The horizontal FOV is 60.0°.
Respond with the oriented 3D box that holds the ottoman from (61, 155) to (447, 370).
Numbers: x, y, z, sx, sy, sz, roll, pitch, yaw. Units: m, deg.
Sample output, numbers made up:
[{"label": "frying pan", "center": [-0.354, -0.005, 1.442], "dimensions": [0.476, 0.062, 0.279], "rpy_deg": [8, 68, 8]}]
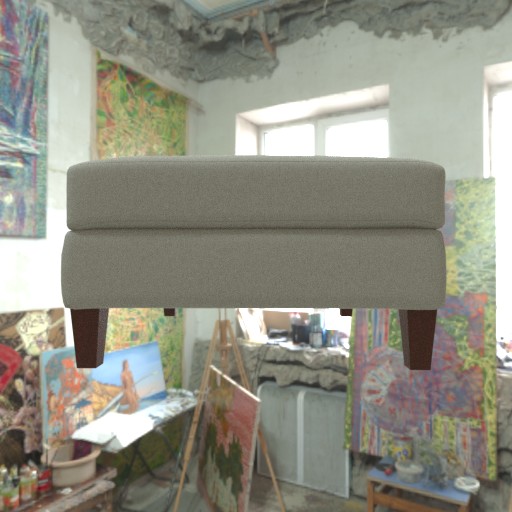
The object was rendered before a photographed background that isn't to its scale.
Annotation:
[{"label": "ottoman", "center": [0.000, 0.000, 1.406], "dimensions": [0.836, 0.492, 0.976], "rpy_deg": [0, 0, 1]}]
